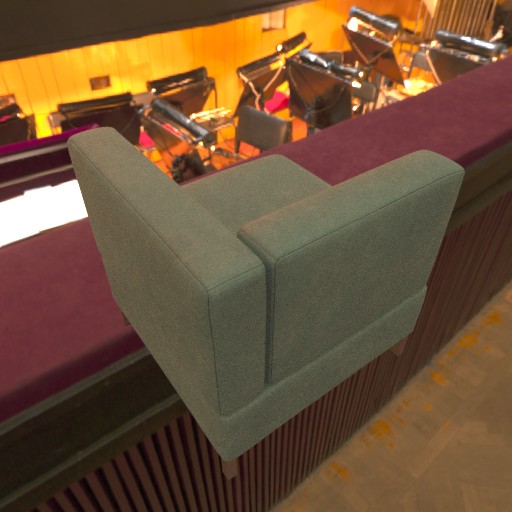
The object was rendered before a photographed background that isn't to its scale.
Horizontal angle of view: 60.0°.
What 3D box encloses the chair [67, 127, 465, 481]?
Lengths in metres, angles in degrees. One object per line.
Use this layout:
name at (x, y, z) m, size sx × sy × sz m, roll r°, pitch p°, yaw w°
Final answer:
chair at (0.000, 0.000, 1.194) m, size 0.680 × 0.660 × 0.680 m, roll -26°, pitch 47°, yaw -27°
